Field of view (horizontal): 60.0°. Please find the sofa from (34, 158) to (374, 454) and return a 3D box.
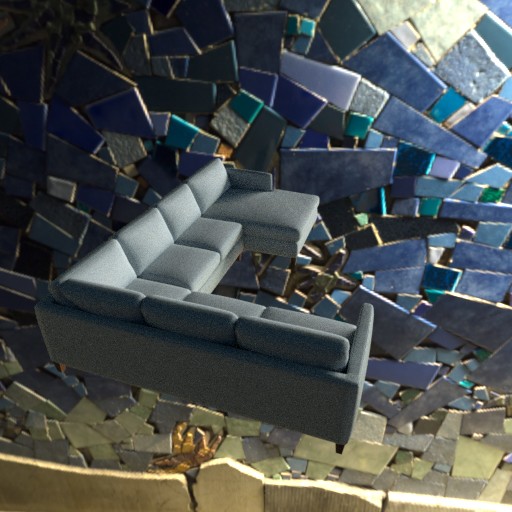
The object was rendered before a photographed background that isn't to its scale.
[{"bbox_3d":[0.000,0.000,4.575,2.551,0.889,3.403,10,32,16],"label":"sofa"}]
